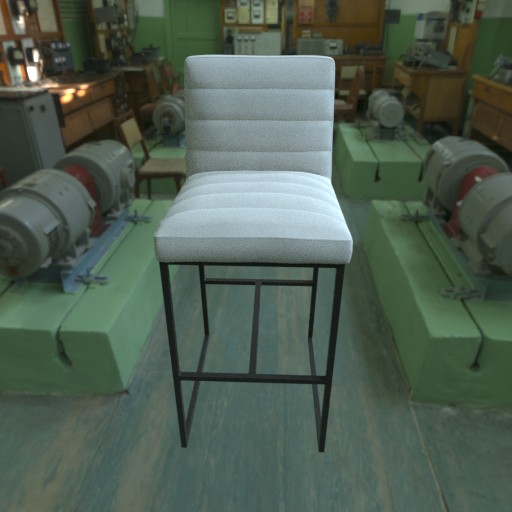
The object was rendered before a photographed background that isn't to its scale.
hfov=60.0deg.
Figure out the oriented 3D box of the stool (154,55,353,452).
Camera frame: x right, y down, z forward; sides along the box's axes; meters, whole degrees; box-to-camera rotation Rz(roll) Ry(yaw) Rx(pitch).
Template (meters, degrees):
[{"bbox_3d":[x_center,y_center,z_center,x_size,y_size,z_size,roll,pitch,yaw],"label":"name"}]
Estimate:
[{"bbox_3d":[0.000,0.000,1.329,0.464,1.061,0.573,1,29,2],"label":"stool"}]
